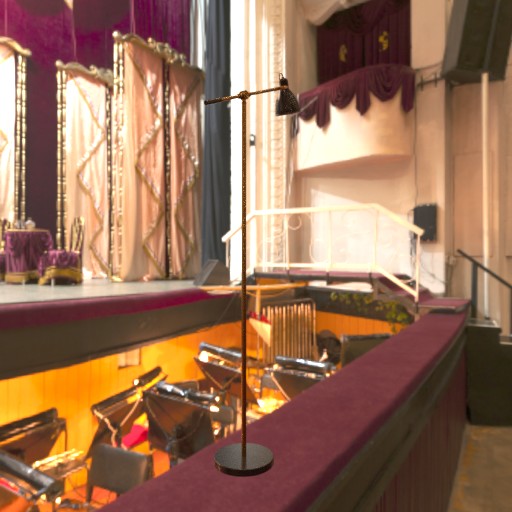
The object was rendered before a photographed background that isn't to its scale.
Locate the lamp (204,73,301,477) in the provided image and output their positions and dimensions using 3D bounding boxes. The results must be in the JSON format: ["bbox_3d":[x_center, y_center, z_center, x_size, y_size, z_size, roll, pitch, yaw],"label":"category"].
[{"bbox_3d":[0.000,0.000,1.816,0.235,1.628,0.618,0,0,36],"label":"lamp"}]
